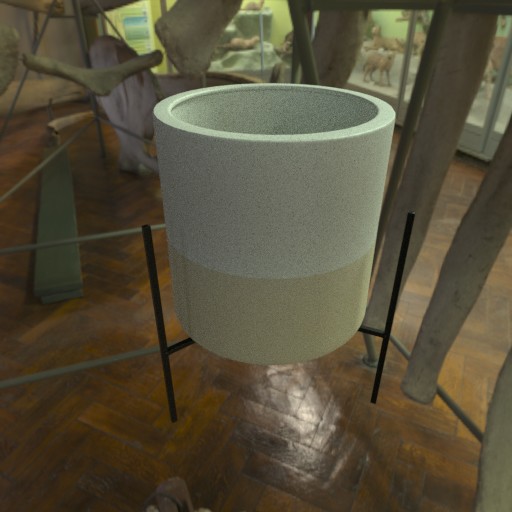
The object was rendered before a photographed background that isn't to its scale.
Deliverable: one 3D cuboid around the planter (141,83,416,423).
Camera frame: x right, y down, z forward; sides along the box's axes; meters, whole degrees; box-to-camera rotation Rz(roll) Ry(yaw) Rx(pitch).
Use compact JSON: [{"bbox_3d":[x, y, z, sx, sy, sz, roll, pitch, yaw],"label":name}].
[{"bbox_3d":[0.000,0.000,0.541,0.263,0.362,0.267,-10,33,-16],"label":"planter"}]
